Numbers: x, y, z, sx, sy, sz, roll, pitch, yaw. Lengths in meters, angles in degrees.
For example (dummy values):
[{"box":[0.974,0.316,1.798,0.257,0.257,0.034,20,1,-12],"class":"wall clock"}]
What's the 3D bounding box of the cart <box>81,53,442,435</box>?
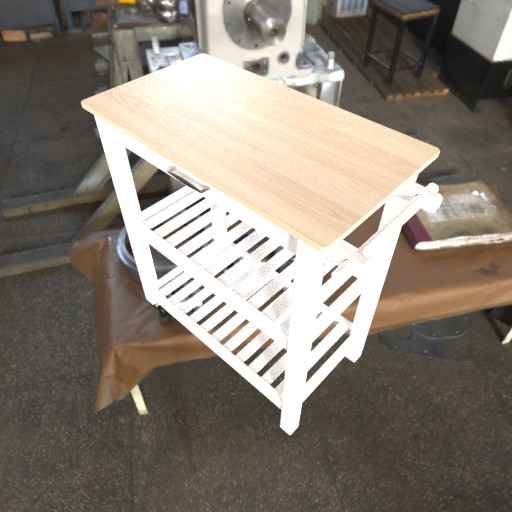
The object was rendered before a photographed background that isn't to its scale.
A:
[{"box":[0.000,0.000,1.448,0.899,0.927,0.457,34,55,28],"class":"cart"}]
